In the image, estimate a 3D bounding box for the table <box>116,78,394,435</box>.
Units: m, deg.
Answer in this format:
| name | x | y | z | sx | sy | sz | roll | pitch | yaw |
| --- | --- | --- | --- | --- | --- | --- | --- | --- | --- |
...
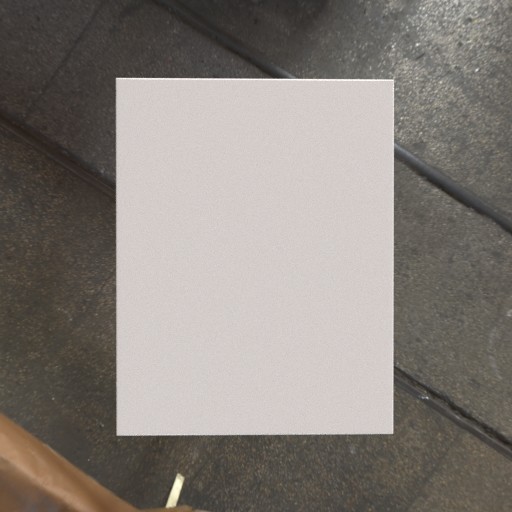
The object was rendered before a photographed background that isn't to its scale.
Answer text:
| name | x | y | z | sx | sy | sz | roll | pitch | yaw |
| --- | --- | --- | --- | --- | --- | --- | --- | --- | --- |
| table | 0.000 | 0.000 | 1.021 | 0.451 | 0.646 | 0.564 | 0 | 90 | -1 |
